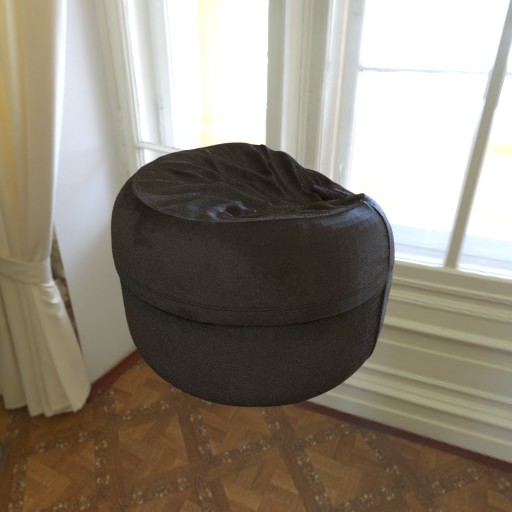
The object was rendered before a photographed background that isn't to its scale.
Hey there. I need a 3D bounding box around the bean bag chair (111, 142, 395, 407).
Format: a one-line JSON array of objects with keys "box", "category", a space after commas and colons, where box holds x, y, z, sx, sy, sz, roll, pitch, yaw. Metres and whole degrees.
[{"box": [0.000, 0.000, 1.506, 0.918, 0.605, 0.918, 0, 29, 0], "category": "bean bag chair"}]
